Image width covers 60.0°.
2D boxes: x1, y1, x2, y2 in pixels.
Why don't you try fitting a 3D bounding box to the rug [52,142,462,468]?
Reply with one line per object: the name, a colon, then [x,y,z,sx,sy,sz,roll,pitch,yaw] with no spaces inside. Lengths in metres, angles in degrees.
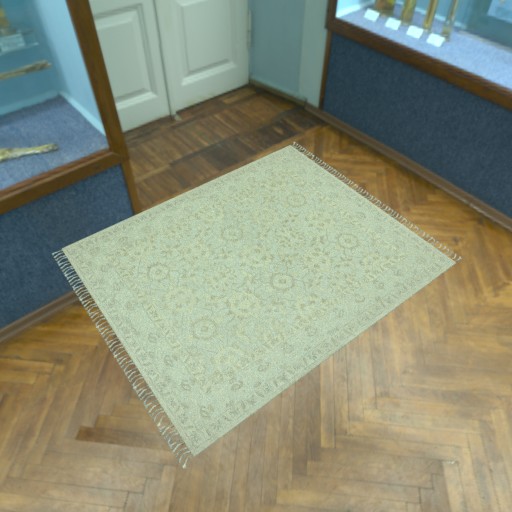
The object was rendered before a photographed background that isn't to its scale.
rug: [0.000,0.000,4.164,3.043,0.013,2.444,-29,54,-24]
